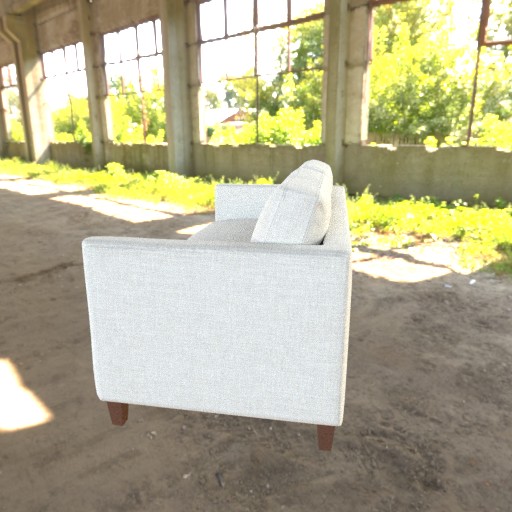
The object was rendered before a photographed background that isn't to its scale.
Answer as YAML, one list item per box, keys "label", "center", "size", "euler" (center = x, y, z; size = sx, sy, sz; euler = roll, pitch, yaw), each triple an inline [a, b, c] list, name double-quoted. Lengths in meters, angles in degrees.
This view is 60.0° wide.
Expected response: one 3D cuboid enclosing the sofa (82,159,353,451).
- label: "sofa"
  center: [0.000, 0.000, 2.383]
  size: [0.950, 0.963, 1.838]
  euler: [3, 16, 10]
